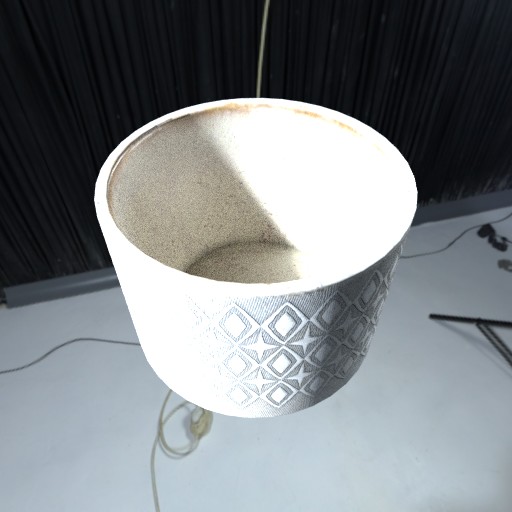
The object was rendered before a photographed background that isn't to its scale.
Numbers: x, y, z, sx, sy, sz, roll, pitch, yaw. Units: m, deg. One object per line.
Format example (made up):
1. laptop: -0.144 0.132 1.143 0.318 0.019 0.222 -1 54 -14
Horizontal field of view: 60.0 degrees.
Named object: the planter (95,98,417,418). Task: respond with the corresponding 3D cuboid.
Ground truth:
1. planter: 0.000 0.000 0.315 0.186 0.144 0.186 0 46 0
